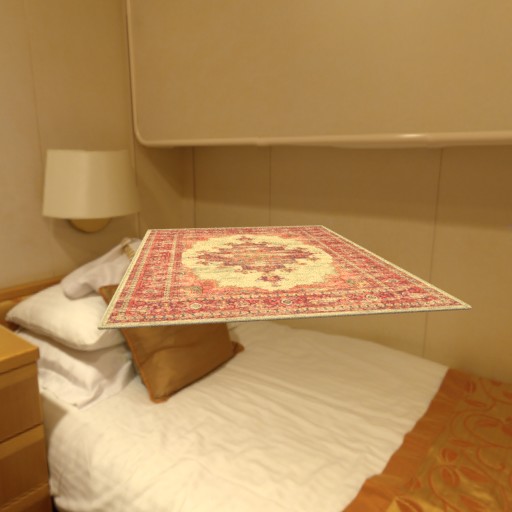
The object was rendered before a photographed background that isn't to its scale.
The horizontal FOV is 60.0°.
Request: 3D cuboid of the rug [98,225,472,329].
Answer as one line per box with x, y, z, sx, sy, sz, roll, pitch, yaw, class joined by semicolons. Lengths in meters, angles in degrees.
0.000;0.000;3.694;2.005;0.014;2.878;-2;13;-8;rug
